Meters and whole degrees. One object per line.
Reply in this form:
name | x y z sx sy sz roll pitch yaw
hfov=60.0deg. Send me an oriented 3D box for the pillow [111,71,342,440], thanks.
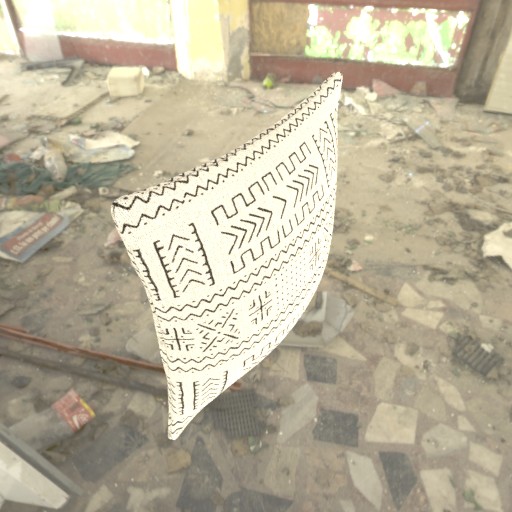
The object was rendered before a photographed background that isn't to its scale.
pillow | 0.000 0.000 0.658 0.164 0.430 0.438 25 47 26
